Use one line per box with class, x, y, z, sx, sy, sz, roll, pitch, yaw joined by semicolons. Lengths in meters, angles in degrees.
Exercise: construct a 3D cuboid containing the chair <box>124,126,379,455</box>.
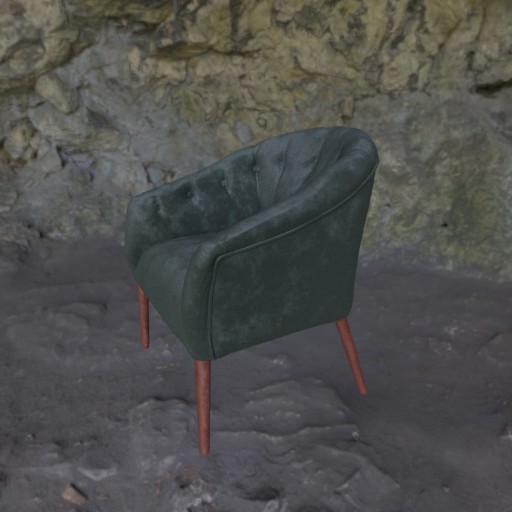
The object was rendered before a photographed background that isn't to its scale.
chair;0.000;0.000;1.575;0.776;0.885;0.851;-8;18;-26
